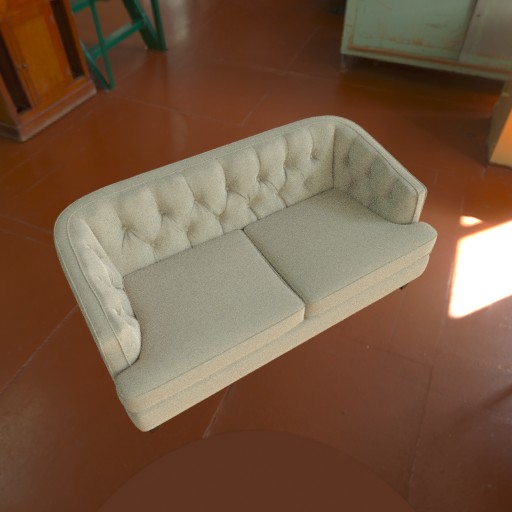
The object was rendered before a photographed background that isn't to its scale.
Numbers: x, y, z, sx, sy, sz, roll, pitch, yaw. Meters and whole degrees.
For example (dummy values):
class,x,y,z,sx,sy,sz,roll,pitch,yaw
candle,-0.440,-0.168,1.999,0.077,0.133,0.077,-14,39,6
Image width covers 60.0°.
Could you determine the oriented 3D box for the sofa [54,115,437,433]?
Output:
class,x,y,z,sx,sy,sz,roll,pitch,yaw
sofa,0.000,0.000,2.298,1.733,0.855,0.941,-25,52,-21
